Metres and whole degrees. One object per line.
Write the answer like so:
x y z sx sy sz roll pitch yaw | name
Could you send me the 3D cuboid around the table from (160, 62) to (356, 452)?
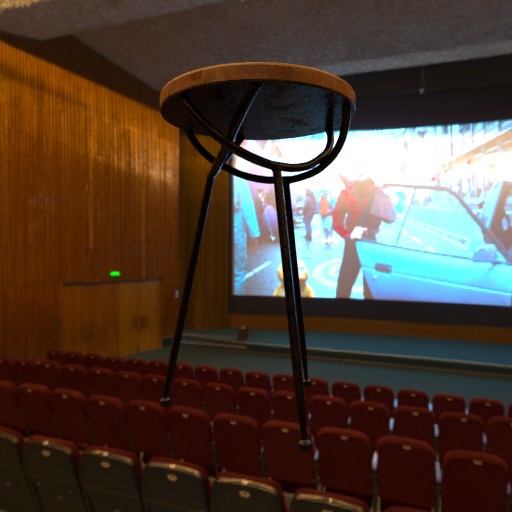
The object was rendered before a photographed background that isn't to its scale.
0.000 0.000 0.960 0.418 0.664 0.414 0 1 20 | table
